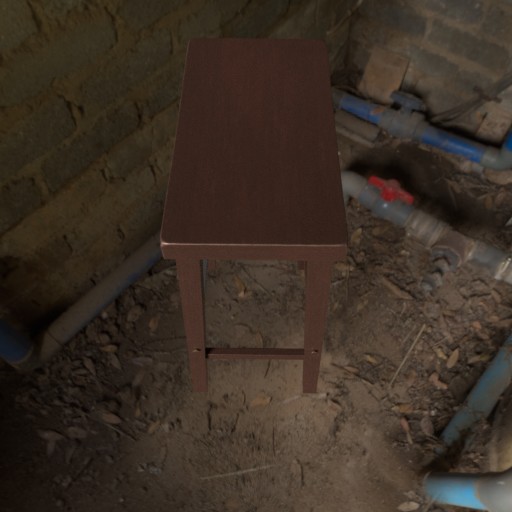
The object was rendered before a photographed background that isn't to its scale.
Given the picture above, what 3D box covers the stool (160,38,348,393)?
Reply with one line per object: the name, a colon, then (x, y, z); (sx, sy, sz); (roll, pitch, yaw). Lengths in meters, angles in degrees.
stool: (0.000, 0.000, 0.955); (0.322, 0.742, 0.406); (1, 60, 0)
